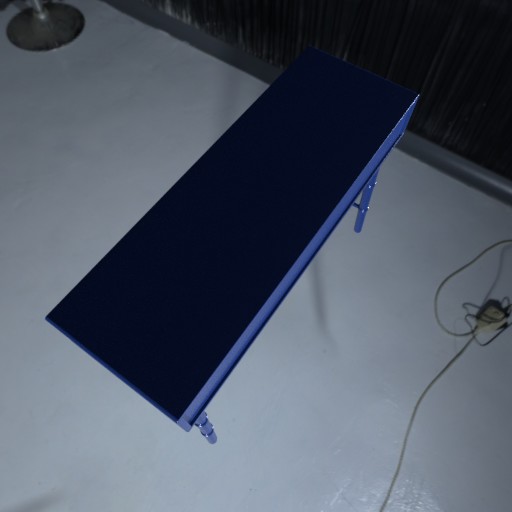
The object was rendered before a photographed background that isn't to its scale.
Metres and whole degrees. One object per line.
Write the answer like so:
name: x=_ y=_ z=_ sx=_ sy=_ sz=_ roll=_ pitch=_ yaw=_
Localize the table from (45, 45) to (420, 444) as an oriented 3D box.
table: x=0.000 y=0.000 z=1.474 sx=0.399 sy=0.749 sz=1.118 roll=32 pitch=67 yaw=16
